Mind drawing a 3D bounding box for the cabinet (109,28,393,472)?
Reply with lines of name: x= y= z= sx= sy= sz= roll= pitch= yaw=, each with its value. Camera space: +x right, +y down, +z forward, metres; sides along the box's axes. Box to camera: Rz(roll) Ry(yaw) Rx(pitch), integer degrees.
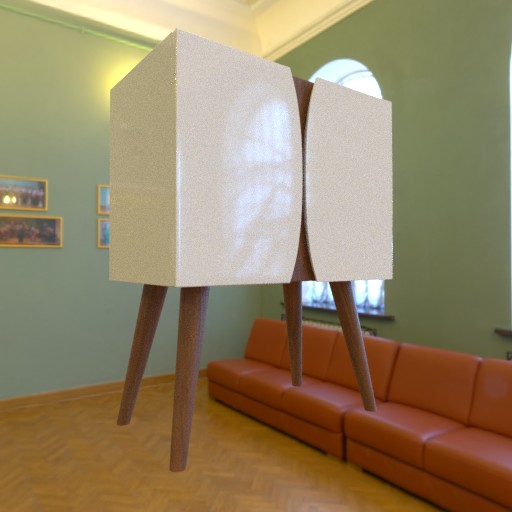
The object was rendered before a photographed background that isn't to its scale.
cabinet: x=0.000 y=0.000 z=1.062 sx=0.591 sy=0.772 sz=0.344 roll=1 pitch=-1 yaw=-36
